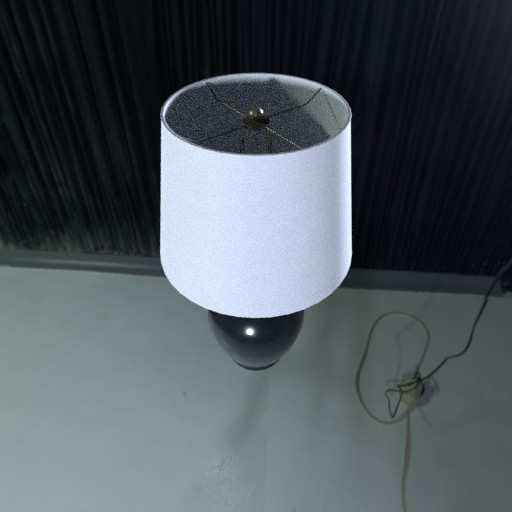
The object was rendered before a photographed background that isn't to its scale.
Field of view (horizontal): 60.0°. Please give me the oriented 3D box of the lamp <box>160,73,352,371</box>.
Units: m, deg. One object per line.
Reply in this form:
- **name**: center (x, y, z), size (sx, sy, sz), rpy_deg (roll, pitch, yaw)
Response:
- **lamp**: center (0.000, 0.000, 0.576), size (0.239, 0.399, 0.239), rpy_deg (0, 42, 0)
